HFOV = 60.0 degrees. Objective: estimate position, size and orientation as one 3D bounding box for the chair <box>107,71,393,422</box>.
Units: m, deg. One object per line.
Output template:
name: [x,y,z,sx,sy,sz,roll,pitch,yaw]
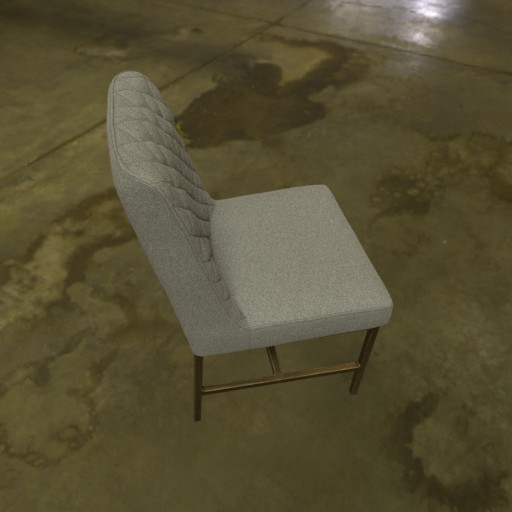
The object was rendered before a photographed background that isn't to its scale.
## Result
chair: [0.000,0.000,1.197,0.587,0.889,0.508,-9,46,-9]
